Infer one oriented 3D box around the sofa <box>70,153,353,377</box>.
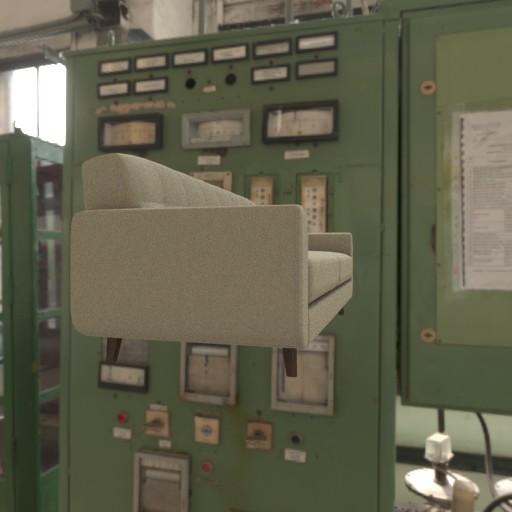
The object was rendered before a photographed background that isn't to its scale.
[{"bbox_3d":[0.000,0.000,2.625,0.980,0.892,2.137,0,0,17],"label":"sofa"}]
